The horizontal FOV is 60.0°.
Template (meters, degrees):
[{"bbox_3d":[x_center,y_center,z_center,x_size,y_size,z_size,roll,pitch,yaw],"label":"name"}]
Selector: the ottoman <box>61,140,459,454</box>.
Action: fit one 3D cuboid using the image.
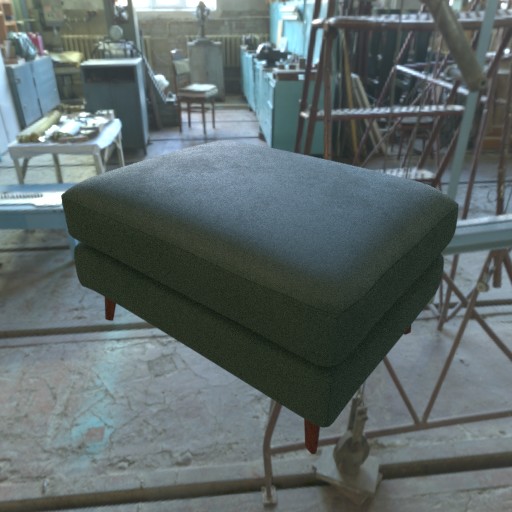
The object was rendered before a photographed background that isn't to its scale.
[{"bbox_3d":[0.000,0.000,1.141,0.811,0.449,0.608,22,36,33],"label":"ottoman"}]
